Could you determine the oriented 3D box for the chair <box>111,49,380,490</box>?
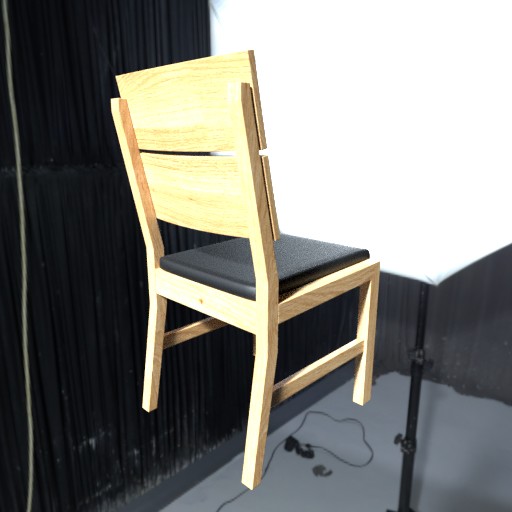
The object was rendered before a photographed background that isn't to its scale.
[{"bbox_3d":[0.000,0.000,1.252,0.475,0.950,0.569,14,20,43],"label":"chair"}]
